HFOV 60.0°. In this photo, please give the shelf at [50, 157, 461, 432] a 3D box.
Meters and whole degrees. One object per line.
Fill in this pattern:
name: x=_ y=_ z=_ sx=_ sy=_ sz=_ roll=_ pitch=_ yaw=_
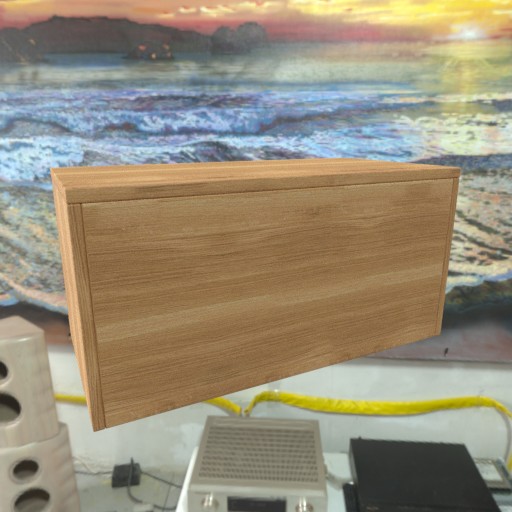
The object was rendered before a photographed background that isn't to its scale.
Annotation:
shelf: x=0.000 y=0.000 z=1.018 sx=0.800 sy=0.400 sz=0.400 roll=-8 pitch=18 yaw=-26
